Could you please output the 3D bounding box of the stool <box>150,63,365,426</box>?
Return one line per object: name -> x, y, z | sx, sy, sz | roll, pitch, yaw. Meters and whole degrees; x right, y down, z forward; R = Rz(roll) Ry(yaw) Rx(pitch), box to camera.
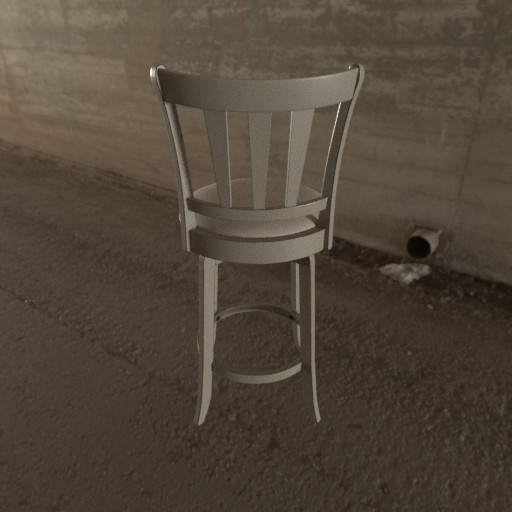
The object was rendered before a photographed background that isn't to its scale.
stool -> 0.000, 0.000, 1.273 | 0.436, 1.042, 0.475 | -1, 28, -2
